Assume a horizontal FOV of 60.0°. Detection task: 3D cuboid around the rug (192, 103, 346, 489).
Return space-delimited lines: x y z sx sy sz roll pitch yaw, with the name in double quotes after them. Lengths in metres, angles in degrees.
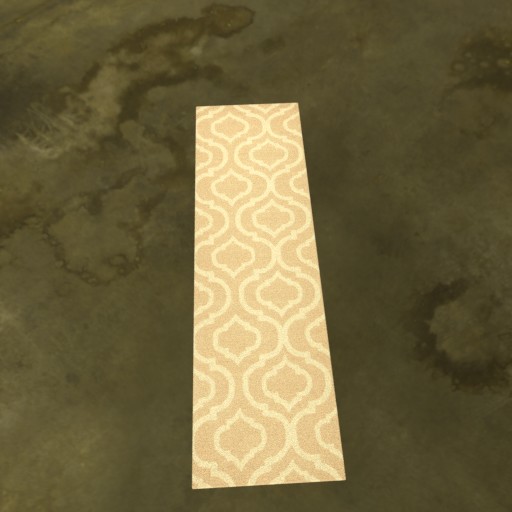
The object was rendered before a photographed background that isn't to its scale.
0.000 0.000 2.494 0.691 0.013 2.289 -3 64 -1 "rug"
